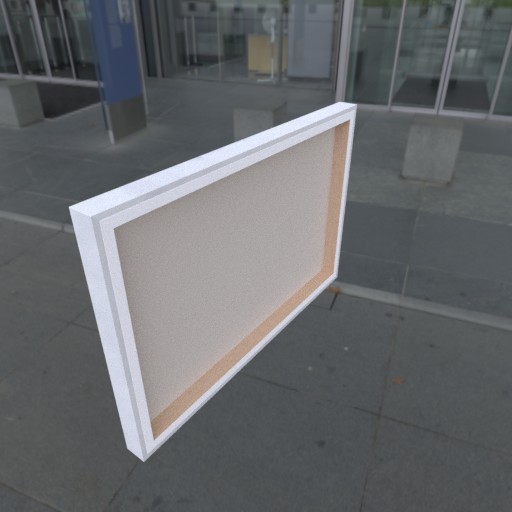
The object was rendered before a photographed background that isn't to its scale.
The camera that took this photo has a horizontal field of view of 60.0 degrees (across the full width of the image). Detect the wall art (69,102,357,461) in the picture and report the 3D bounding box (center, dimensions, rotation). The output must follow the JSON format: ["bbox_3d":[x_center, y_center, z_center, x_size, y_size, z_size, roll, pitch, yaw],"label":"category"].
[{"bbox_3d":[0.000,0.000,0.772,0.038,0.407,0.609,21,37,31],"label":"wall art"}]
